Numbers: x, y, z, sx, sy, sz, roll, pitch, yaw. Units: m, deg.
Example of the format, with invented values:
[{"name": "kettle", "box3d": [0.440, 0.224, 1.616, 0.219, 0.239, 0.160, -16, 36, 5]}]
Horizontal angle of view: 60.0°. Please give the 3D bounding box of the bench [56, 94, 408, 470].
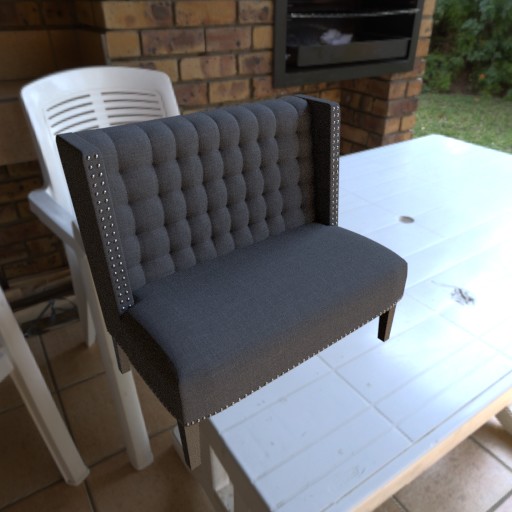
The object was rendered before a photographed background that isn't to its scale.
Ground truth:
[{"name": "bench", "box3d": [0.000, 0.000, 1.982, 1.276, 1.121, 0.842, -22, 37, -32]}]
